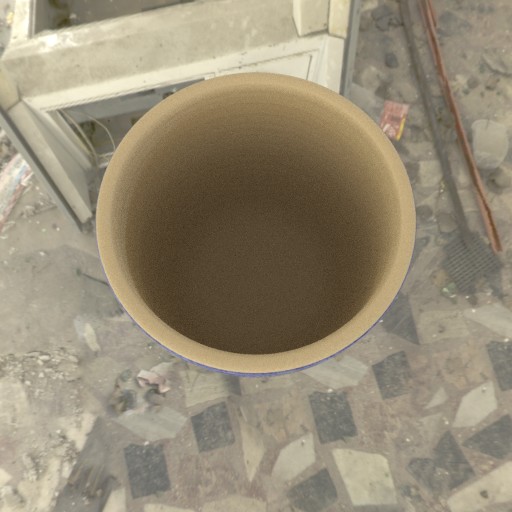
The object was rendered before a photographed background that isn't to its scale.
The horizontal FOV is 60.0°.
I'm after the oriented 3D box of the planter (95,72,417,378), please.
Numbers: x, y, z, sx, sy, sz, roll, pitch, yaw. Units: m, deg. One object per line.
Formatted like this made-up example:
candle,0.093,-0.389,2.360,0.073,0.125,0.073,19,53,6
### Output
planter,0.000,0.000,0.348,0.184,0.206,0.184,0,75,0
